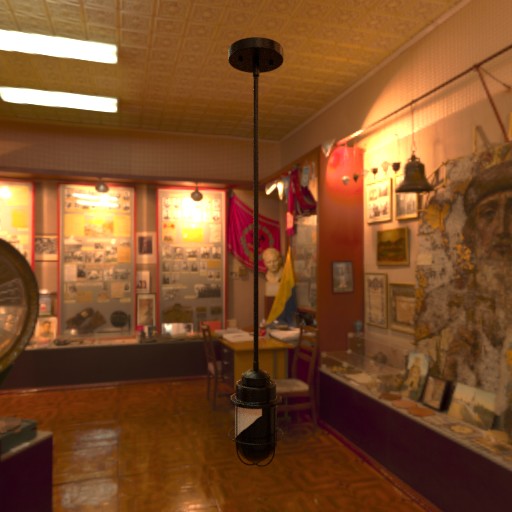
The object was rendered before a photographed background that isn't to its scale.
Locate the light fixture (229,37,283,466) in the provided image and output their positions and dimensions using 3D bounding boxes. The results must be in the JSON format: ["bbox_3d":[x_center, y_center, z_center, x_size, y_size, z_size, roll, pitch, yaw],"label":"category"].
[{"bbox_3d":[0.000,0.000,0.985,0.123,0.920,0.123,0,-1,-15],"label":"light fixture"}]
